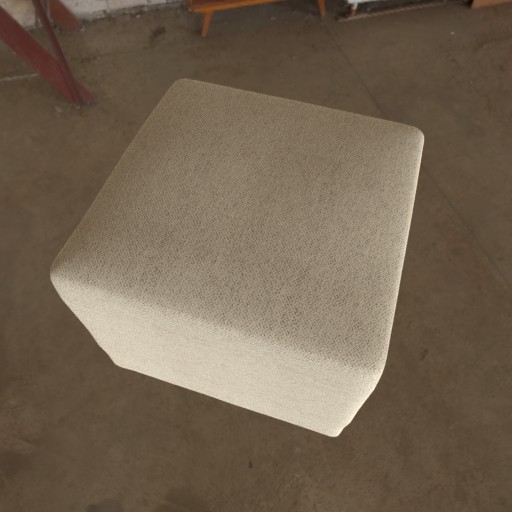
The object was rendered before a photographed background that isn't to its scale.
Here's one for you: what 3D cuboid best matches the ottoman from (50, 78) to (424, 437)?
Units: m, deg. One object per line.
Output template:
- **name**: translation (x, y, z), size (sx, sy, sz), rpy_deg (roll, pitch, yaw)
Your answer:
- **ottoman**: translation (0.000, 0.000, 0.908), size (0.521, 0.453, 0.512), rpy_deg (15, 59, 9)
